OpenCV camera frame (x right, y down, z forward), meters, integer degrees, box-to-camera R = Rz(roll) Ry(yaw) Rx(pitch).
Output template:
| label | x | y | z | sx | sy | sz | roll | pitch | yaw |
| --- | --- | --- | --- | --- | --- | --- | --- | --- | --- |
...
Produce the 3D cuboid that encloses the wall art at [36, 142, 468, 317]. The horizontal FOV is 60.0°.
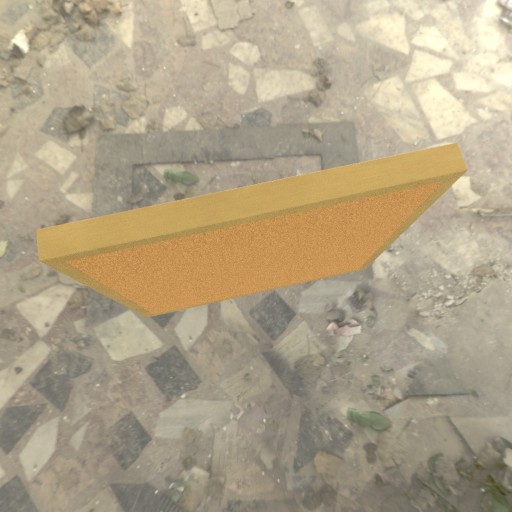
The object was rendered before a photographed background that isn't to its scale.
| label | x | y | z | sx | sy | sz | roll | pitch | yaw |
| --- | --- | --- | --- | --- | --- | --- | --- | --- | --- |
| wall art | 0.000 | 0.000 | 0.761 | 0.508 | 0.508 | 0.038 | -12 | 75 | -3 |
